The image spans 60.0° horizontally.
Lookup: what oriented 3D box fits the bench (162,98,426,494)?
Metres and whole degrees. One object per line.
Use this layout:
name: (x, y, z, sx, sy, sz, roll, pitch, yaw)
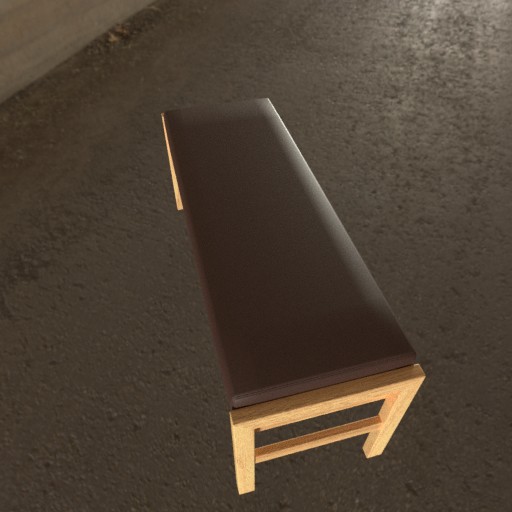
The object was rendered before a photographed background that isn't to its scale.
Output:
bench: (0.000, 0.000, 1.417, 0.405, 0.480, 1.200, -11, 48, -10)
